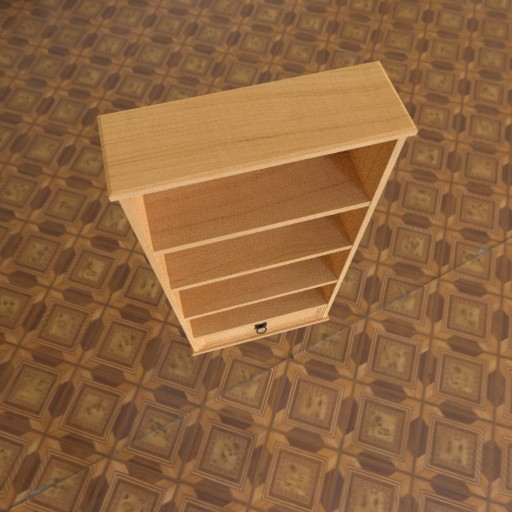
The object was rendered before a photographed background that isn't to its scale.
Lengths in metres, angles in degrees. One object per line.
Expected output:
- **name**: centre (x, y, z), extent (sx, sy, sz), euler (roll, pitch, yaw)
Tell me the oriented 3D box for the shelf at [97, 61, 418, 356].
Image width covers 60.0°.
- **shelf**: centre (0.000, 0.000, 1.214), extent (0.520, 1.030, 0.175), euler (-14, 65, -7)
